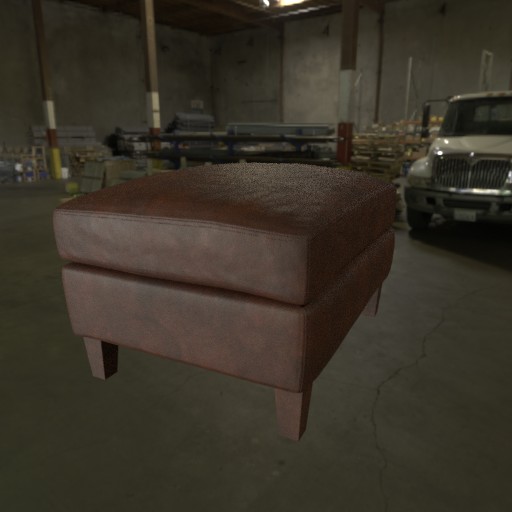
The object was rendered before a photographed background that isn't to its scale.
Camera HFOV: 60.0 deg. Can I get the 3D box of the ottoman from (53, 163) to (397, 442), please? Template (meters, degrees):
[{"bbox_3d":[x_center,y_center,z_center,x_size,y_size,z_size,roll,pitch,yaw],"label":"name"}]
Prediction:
[{"bbox_3d":[0.000,0.000,1.286,0.659,0.527,0.887,8,17,26],"label":"ottoman"}]
